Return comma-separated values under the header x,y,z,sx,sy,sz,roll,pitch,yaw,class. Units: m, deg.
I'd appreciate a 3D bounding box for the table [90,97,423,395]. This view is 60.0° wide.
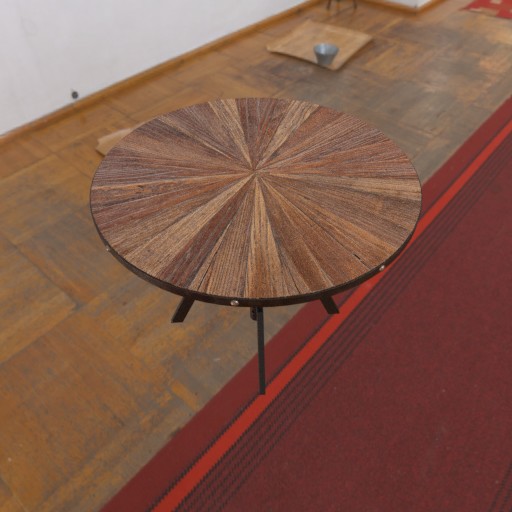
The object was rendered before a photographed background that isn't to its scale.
x,y,z,sx,sy,sz,roll,pitch,yaw,class
0.000,0.000,1.450,0.885,0.658,0.885,0,46,0,table
